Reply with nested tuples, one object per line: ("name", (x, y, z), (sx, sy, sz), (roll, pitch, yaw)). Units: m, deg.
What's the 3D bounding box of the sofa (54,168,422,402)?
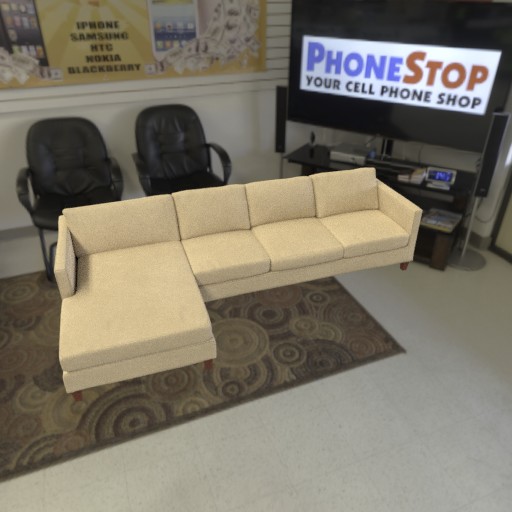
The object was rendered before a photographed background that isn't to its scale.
("sofa", (0.000, 0.000, 3.861), (3.186, 0.846, 1.625), (-10, 33, -16))
